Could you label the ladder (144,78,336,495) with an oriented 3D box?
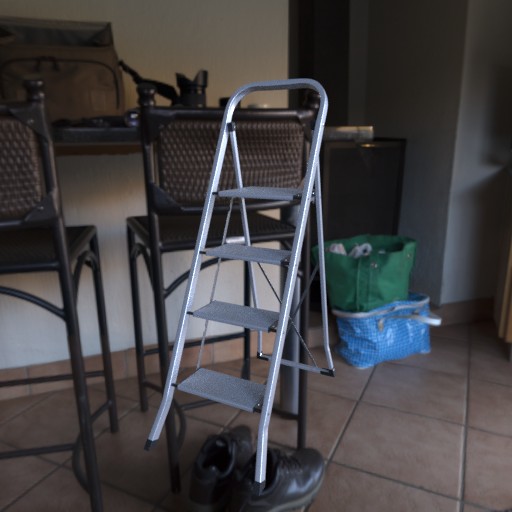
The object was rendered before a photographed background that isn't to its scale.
[{"bbox_3d":[0.000,0.000,1.673,0.465,1.290,0.830,7,15,27],"label":"ladder"}]
